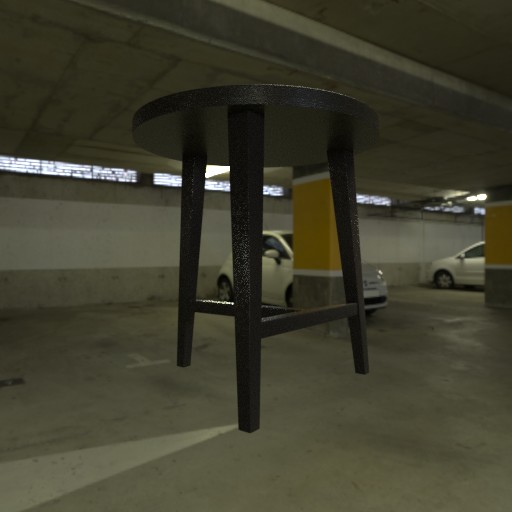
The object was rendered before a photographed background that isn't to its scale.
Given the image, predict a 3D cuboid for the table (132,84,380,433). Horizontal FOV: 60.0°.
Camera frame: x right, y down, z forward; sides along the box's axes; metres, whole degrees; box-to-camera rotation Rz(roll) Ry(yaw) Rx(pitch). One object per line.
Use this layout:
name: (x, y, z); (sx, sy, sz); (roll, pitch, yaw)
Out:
table: (0.000, 0.000, 0.932); (0.500, 0.531, 0.500); (0, 0, 0)
